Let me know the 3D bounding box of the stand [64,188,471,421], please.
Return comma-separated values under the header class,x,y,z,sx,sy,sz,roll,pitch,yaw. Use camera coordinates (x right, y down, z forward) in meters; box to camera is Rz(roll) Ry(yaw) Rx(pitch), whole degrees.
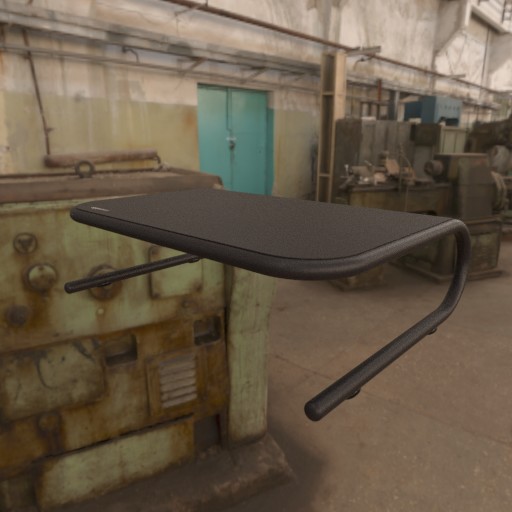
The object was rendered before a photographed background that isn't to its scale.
class,x,y,z,sx,sy,sz,roll,pitch,yaw
stand,0.000,0.000,0.494,0.370,0.108,0.280,14,21,41
